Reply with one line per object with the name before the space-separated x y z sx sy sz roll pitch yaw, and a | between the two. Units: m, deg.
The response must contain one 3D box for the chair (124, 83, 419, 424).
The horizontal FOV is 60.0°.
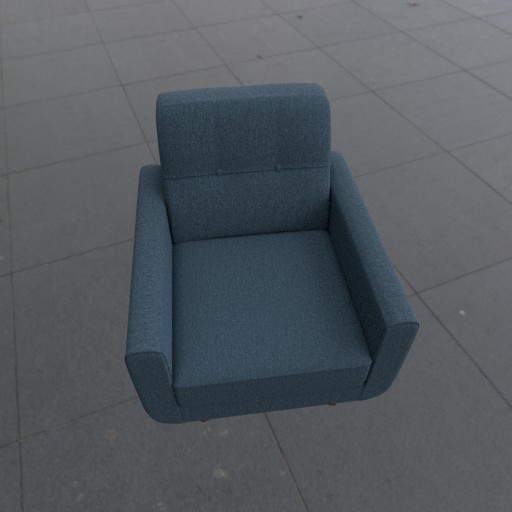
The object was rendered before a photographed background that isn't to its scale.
chair | 0.000 0.000 1.693 0.880 0.940 0.964 -5 47 -5
